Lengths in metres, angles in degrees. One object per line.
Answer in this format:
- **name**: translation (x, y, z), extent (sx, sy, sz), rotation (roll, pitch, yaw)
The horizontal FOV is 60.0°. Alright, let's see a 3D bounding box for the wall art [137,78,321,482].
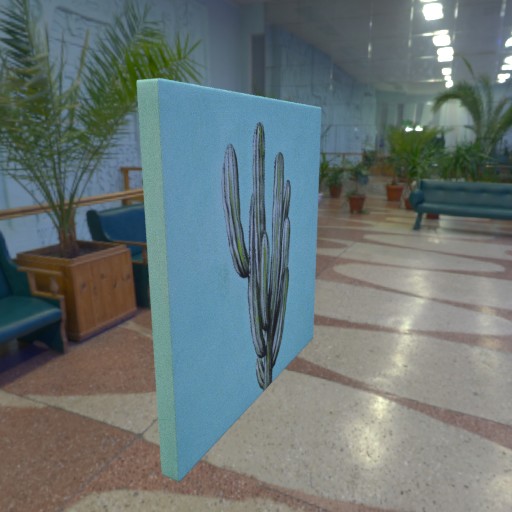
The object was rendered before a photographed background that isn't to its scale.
- **wall art**: translation (0.000, 0.000, 1.136), extent (0.054, 0.766, 0.765), rotation (8, 17, 27)
